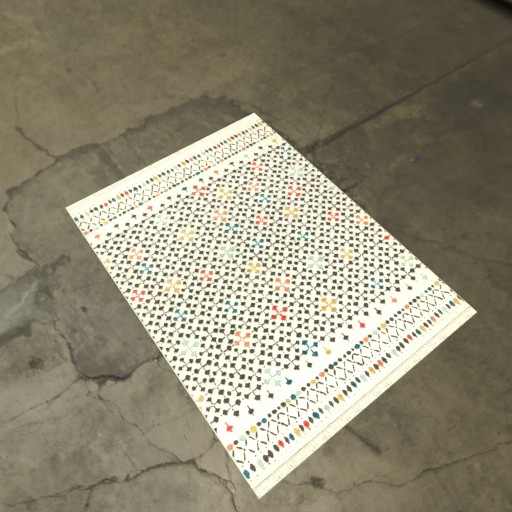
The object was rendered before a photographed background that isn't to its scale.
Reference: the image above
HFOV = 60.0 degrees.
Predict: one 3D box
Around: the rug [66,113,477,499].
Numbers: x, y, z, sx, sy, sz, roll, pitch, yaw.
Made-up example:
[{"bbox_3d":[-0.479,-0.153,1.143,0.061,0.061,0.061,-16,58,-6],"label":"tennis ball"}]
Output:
[{"bbox_3d":[0.000,0.000,2.005,1.146,0.006,1.556,-32,63,-19],"label":"rug"}]
